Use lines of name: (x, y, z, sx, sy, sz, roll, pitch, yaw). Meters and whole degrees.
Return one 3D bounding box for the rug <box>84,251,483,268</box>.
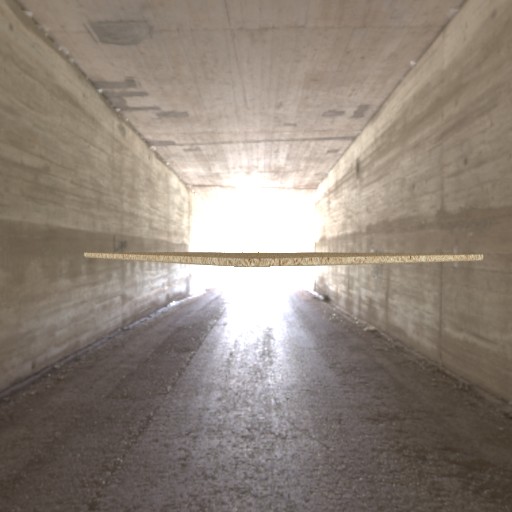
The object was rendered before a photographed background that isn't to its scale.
rug: (0.000, 0.000, 2.135, 1.199, 0.025, 1.600, -1, 1, -35)
